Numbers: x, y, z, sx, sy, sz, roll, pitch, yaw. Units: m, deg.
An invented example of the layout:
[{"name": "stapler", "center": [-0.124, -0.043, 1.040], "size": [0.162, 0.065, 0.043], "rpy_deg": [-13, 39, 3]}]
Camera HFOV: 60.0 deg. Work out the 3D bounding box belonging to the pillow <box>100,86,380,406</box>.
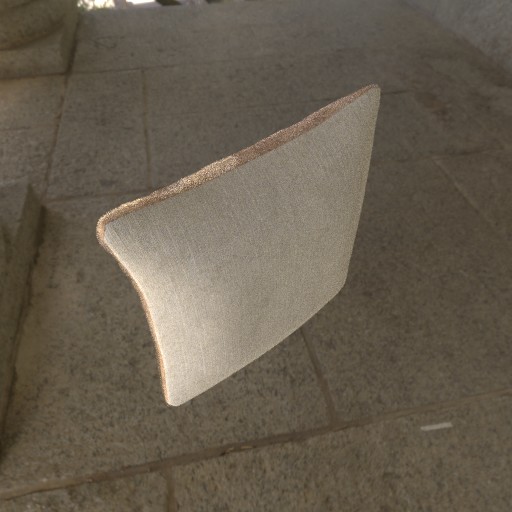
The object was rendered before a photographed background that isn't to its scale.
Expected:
[{"name": "pillow", "center": [0.000, 0.000, 0.829], "size": [0.538, 0.525, 0.216], "rpy_deg": [-32, 55, -27]}]
